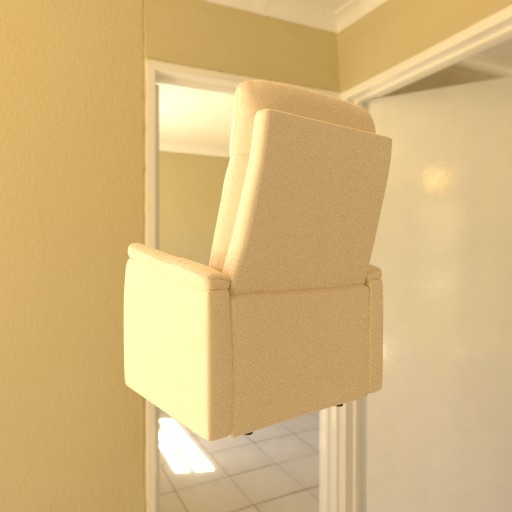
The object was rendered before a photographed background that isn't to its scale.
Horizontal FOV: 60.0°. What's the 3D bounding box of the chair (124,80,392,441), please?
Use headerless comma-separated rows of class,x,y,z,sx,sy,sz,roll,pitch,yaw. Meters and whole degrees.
chair,0.000,0.000,1.672,0.775,1.082,0.831,-1,1,-36
